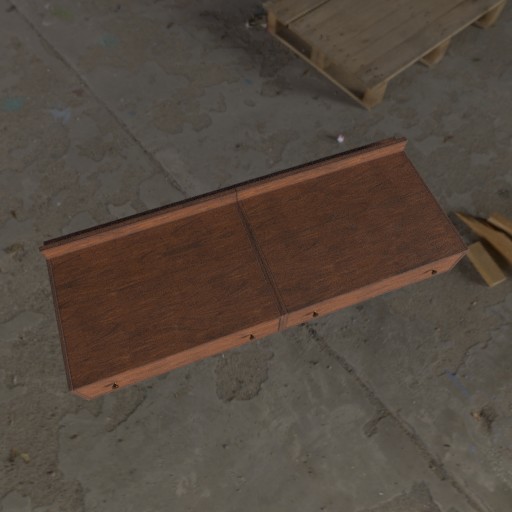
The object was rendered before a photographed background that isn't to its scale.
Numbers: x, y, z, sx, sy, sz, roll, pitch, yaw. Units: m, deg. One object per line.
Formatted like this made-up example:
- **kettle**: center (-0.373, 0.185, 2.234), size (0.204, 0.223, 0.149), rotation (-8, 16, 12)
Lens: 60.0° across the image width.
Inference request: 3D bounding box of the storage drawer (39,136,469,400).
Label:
- **storage drawer**: center (0.000, 0.000, 2.212), size (1.914, 0.339, 0.774), rotation (-18, 65, -9)
